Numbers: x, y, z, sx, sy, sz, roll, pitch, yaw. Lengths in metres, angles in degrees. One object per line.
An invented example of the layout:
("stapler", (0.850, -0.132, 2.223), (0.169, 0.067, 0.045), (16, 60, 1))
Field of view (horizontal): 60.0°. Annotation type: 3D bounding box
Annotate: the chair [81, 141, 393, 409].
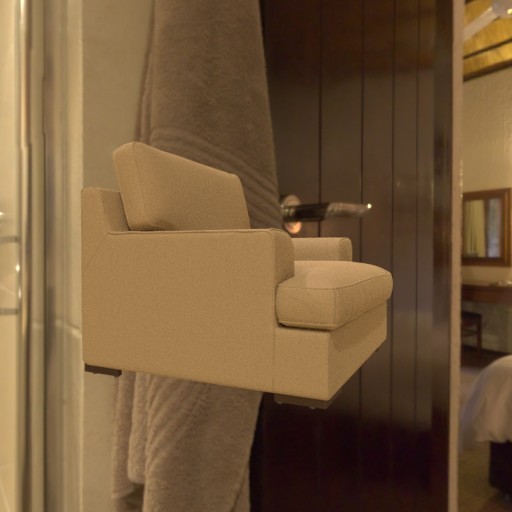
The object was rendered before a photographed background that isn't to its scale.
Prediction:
("chair", (0.000, 0.000, 2.178), (1.274, 1.005, 1.293), (0, 1, 18))
